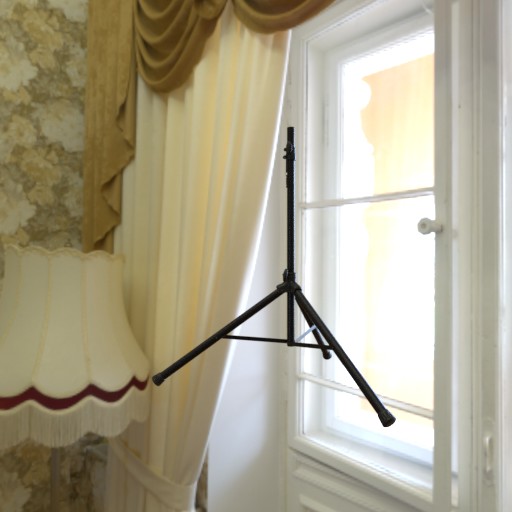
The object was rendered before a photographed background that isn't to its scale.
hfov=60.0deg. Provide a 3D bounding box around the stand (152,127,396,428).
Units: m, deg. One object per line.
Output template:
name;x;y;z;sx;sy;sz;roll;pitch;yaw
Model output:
stand;0.000;0.000;1.951;0.907;1.136;1.045;0;0;-1
